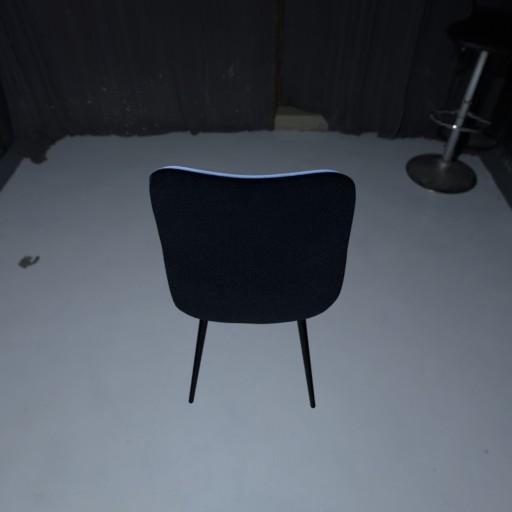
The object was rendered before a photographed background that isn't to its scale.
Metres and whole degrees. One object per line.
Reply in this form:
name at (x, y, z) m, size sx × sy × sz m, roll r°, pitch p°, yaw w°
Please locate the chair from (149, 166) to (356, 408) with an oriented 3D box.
chair at (0.000, 0.000, 1.176) m, size 0.478 × 0.896 × 0.559 m, roll 2°, pitch 45°, yaw 2°
